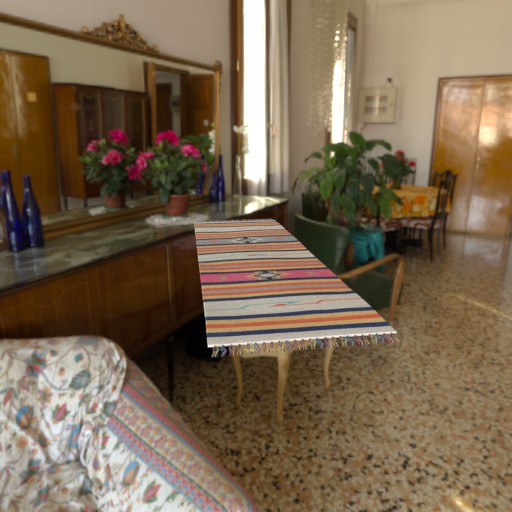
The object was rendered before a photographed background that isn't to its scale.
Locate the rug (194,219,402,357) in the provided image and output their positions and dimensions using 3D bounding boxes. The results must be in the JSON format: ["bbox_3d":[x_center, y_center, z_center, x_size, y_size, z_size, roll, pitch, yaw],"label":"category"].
[{"bbox_3d":[0.000,0.000,2.677,0.695,0.017,2.455,-2,15,-9],"label":"rug"}]
